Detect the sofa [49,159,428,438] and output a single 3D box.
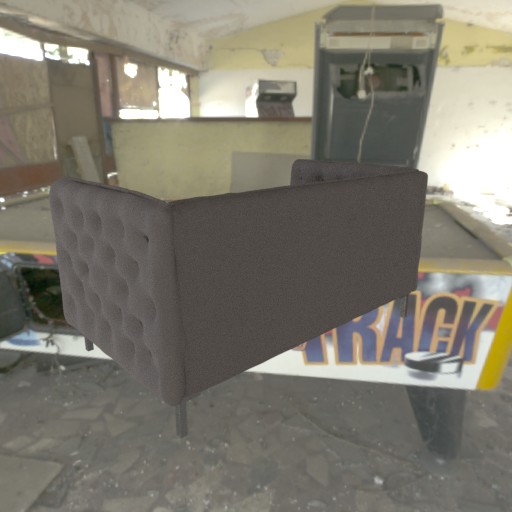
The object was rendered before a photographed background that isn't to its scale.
[{"bbox_3d":[0.000,0.000,2.126,1.583,0.810,0.909,-14,22,-40],"label":"sofa"}]
